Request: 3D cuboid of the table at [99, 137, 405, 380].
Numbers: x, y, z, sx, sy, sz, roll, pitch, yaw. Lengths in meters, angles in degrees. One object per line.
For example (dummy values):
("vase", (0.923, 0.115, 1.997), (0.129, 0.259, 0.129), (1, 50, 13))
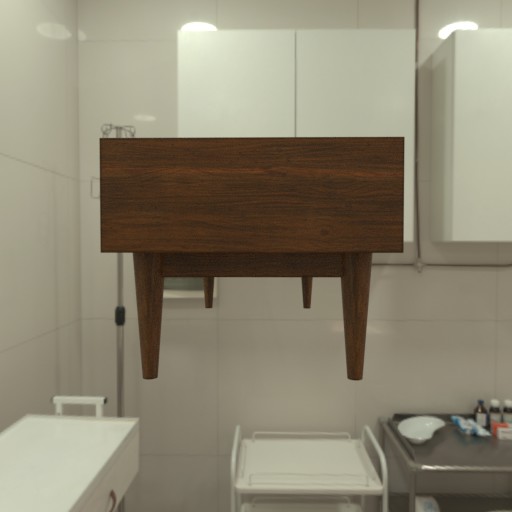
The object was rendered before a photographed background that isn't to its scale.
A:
("table", (0.000, 0.000, 1.503), (0.610, 0.508, 1.221), (0, 2, 1))
